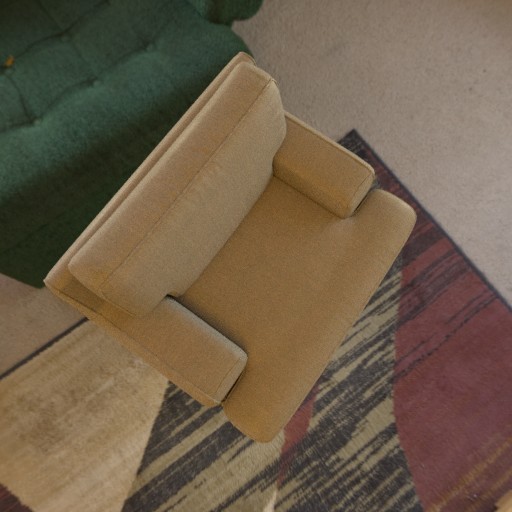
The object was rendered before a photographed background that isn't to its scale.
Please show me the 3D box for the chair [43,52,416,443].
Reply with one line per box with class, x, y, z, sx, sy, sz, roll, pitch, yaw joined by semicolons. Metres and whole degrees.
chair;0.000;0.000;1.952;1.043;0.974;1.270;34;77;9
